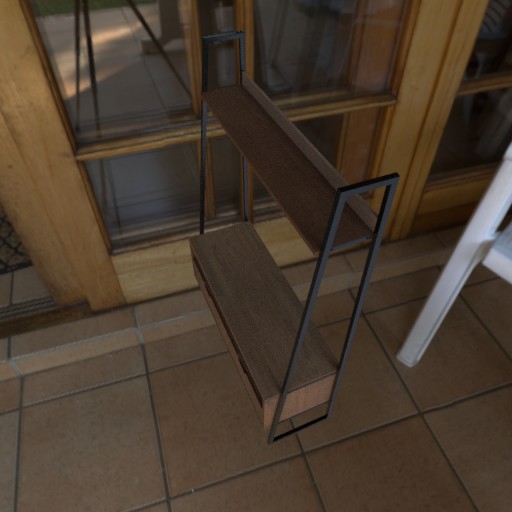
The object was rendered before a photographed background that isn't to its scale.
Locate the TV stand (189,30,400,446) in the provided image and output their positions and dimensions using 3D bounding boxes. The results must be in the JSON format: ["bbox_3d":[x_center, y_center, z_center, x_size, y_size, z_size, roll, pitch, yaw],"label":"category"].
[{"bbox_3d":[0.000,0.000,2.320,0.432,1.772,1.250,-18,49,-16],"label":"TV stand"}]
